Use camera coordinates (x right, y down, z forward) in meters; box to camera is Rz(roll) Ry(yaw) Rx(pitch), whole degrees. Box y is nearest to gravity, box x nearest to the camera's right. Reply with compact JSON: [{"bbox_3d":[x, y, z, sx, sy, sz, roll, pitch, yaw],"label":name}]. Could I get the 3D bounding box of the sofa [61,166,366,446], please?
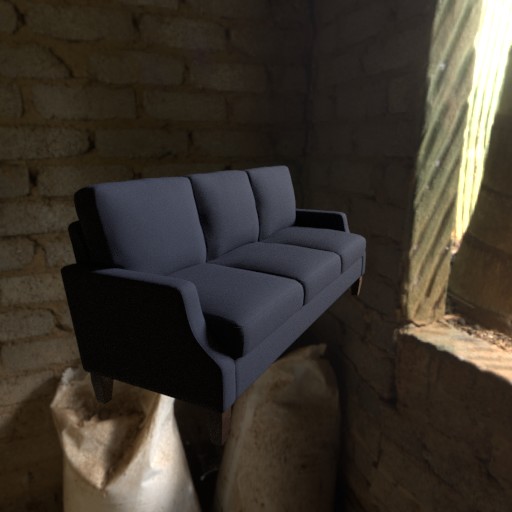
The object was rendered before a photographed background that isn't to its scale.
[{"bbox_3d":[0.000,0.000,2.661,0.888,0.984,2.115,7,16,27],"label":"sofa"}]
